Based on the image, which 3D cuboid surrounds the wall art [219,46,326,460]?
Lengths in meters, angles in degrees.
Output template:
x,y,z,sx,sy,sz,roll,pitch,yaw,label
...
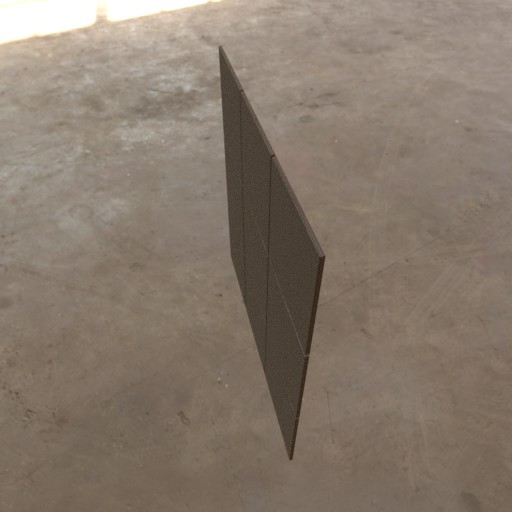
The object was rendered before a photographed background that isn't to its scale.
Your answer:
x,y,z,sx,sy,sz,roll,pitch,yaw,label
0.000,0.000,1.812,0.013,1.216,1.216,-10,47,-10,wall art
